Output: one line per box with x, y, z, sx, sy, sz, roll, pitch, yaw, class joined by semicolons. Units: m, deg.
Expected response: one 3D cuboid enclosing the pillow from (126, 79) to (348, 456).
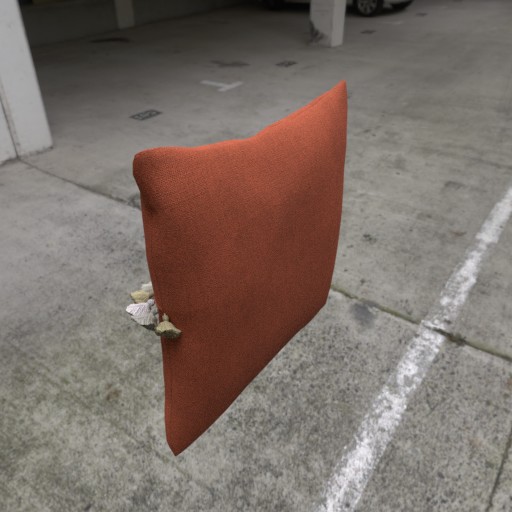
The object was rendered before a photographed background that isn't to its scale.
0.000;0.000;0.727;0.165;0.482;0.490;22;38;30;pillow
